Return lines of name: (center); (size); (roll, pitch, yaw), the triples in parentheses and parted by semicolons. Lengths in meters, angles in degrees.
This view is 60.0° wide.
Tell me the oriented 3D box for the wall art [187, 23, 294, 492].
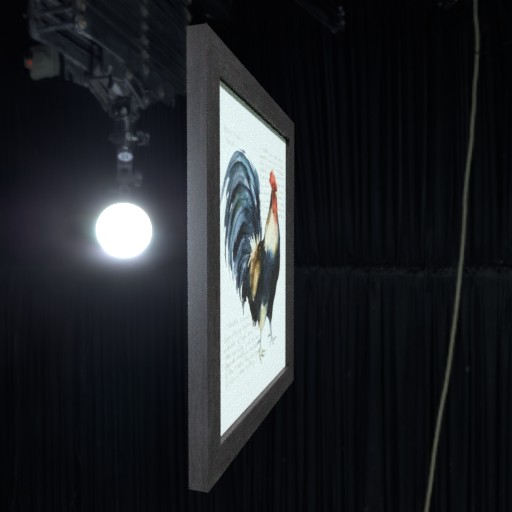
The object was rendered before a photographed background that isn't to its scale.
wall art: (0.000, 0.000, 0.779); (0.027, 0.580, 0.479); (1, 2, 18)
